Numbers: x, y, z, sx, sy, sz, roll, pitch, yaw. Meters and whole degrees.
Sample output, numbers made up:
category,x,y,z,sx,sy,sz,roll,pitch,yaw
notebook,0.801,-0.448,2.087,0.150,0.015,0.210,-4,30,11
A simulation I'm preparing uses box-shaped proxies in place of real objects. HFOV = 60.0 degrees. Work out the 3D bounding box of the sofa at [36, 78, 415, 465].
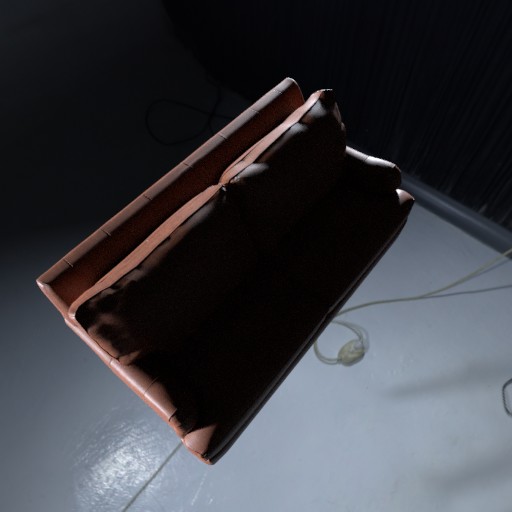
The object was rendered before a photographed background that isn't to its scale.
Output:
category,x,y,z,sx,sy,sz,roll,pitch,yaw
sofa,0.000,0.000,2.762,1.147,1.071,2.144,35,64,20
